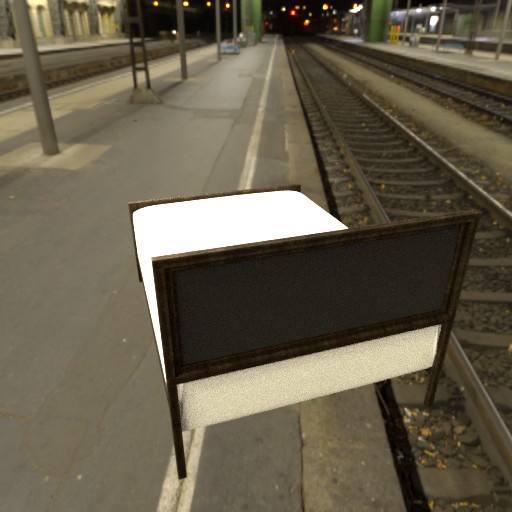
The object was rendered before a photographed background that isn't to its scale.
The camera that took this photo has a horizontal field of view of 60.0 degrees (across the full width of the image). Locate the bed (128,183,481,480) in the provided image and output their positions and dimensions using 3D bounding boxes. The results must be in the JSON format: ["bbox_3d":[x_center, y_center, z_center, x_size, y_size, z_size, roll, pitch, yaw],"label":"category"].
[{"bbox_3d":[0.000,0.000,3.202,1.607,1.313,2.221,-9,29,-16],"label":"bed"}]
